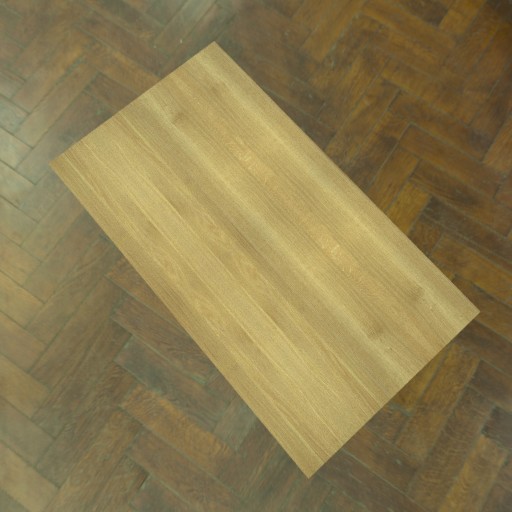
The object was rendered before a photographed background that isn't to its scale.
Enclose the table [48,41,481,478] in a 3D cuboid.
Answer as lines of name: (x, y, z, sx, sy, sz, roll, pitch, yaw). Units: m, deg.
table: (0.000, 0.000, 2.141, 0.900, 0.750, 1.600, -40, 80, -9)
